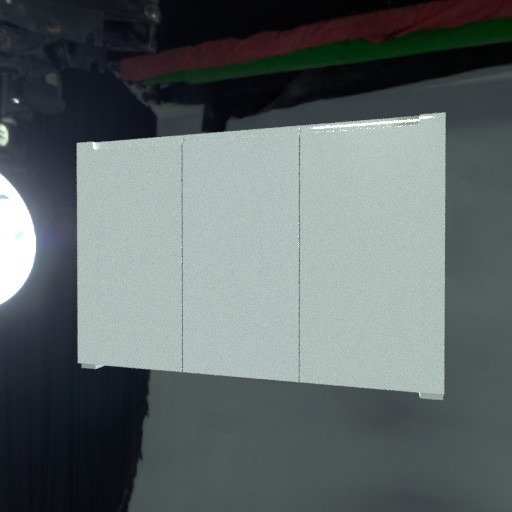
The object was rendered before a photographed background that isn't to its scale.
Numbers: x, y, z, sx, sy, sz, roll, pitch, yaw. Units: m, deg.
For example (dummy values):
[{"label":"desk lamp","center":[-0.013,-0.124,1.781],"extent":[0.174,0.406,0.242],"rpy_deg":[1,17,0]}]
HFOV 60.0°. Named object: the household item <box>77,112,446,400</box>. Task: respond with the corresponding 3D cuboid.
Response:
[{"label":"household item","center":[0.000,0.000,1.708],"extent":[1.300,0.867,0.420],"rpy_deg":[0,1,17]}]
